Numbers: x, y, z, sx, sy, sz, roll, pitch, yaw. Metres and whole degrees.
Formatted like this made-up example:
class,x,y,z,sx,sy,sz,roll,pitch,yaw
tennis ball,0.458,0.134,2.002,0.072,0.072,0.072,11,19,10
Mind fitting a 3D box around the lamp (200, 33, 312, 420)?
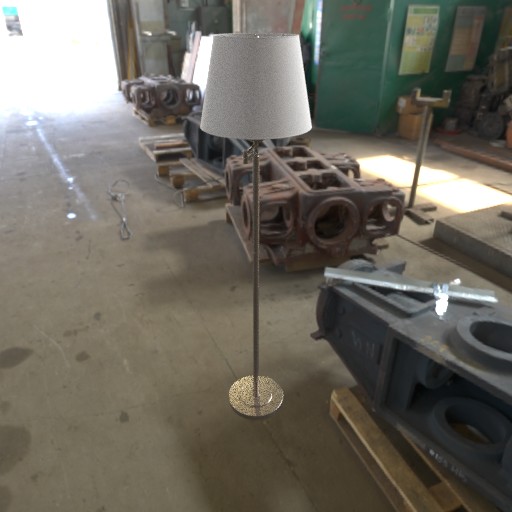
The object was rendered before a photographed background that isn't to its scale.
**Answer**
class,x,y,z,sx,sy,sz,roll,pitch,yaw
lamp,0.000,0.000,1.650,0.355,1.473,0.355,0,29,0
